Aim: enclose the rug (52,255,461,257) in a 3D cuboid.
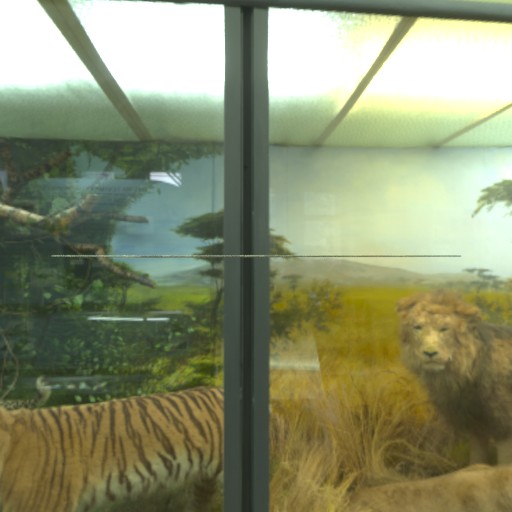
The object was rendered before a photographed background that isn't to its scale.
[{"bbox_3d":[0.000,0.000,4.482,3.353,0.013,2.438,0,0,-36],"label":"rug"}]
